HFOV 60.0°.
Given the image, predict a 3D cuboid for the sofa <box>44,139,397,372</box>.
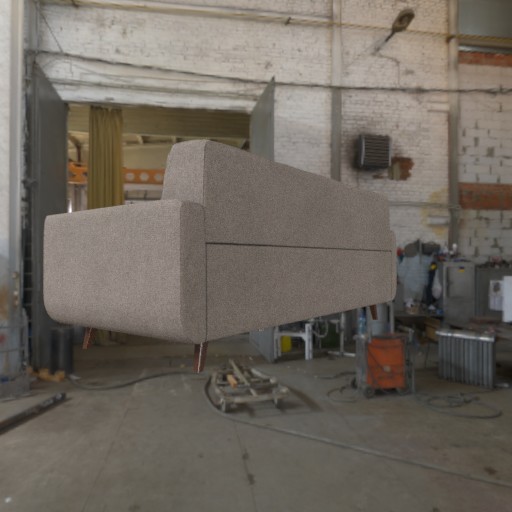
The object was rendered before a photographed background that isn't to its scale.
[{"bbox_3d":[0.000,0.000,2.492,0.909,0.841,2.029,0,0,36],"label":"sofa"}]
